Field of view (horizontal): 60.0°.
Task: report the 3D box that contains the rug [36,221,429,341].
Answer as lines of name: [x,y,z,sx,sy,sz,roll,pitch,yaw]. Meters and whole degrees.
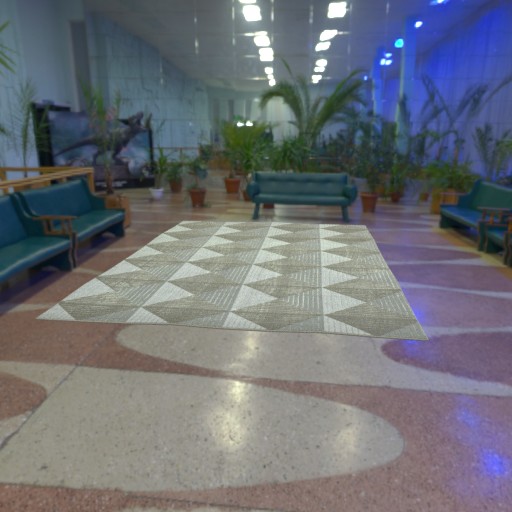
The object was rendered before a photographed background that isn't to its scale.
rug: [0.000,0.000,4.284,2.428,0.027,3.333,2,15,7]
